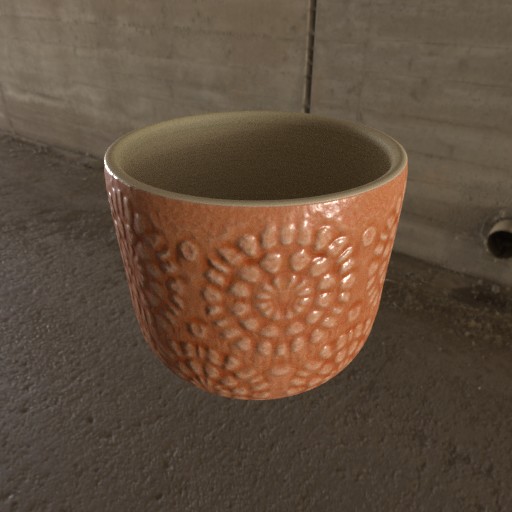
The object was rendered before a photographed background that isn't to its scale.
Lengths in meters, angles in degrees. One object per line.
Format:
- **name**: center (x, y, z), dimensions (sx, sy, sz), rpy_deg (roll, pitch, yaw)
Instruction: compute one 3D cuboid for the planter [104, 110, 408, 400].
- **planter**: center (0.000, 0.000, 0.213), dimensions (0.124, 0.109, 0.124), rpy_deg (0, 31, 0)
